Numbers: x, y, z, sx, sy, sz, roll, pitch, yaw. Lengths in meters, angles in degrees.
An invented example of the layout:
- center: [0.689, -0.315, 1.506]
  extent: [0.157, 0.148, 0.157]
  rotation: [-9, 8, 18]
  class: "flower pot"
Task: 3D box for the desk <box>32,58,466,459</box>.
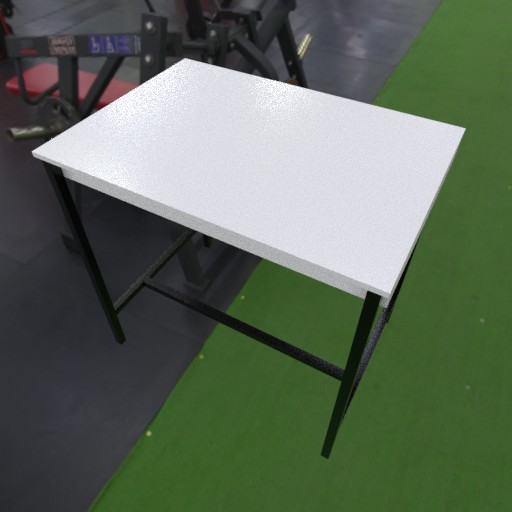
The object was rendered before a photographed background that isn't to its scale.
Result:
- center: [0.000, 0.000, 1.286]
  extent: [0.811, 0.766, 0.573]
  rotation: [22, 50, 20]
  class: "desk"
